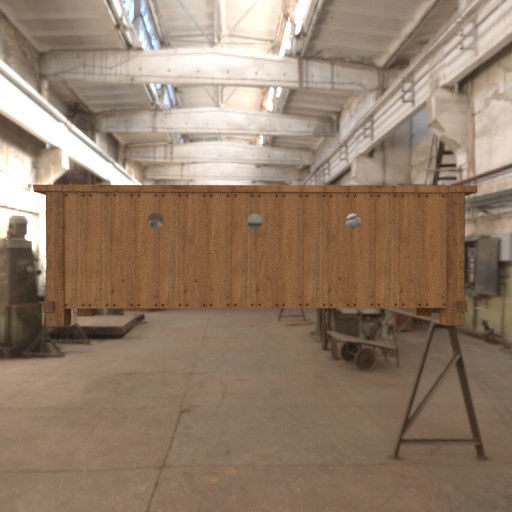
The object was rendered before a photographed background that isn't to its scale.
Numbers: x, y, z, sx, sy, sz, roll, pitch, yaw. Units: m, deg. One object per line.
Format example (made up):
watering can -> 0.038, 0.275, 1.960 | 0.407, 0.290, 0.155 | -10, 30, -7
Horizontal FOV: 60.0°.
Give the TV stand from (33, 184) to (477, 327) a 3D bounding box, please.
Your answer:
TV stand -> 0.000, 0.000, 2.020 | 1.804, 0.573, 0.453 | 0, -1, -1
